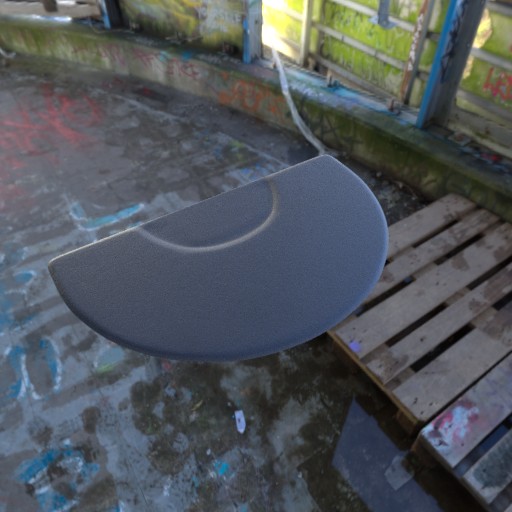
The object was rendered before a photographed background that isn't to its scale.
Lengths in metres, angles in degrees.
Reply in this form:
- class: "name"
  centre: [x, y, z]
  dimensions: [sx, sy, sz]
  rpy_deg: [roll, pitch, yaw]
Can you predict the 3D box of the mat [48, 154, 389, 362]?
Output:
- class: "mat"
  centre: [0.000, 0.000, 1.881]
  dimensions: [1.525, 0.016, 0.917]
  rpy_deg: [-25, 51, -22]
